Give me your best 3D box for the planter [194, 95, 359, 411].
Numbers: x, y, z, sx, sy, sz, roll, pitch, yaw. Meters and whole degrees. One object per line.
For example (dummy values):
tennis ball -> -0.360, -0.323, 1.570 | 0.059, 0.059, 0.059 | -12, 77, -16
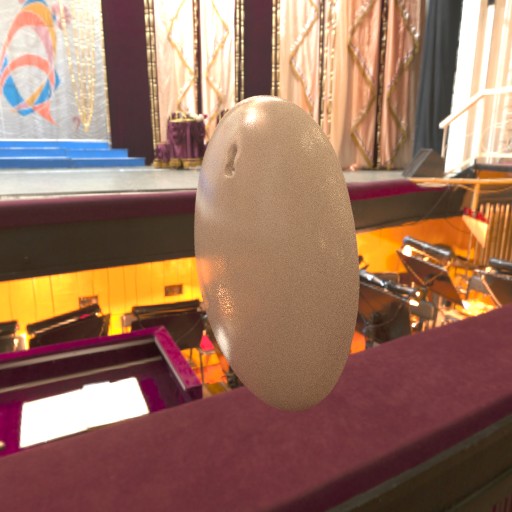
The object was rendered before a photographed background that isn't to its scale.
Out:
planter -> 0.000, 0.000, 0.275 | 0.043, 0.188, 0.185 | -7, 16, -27
